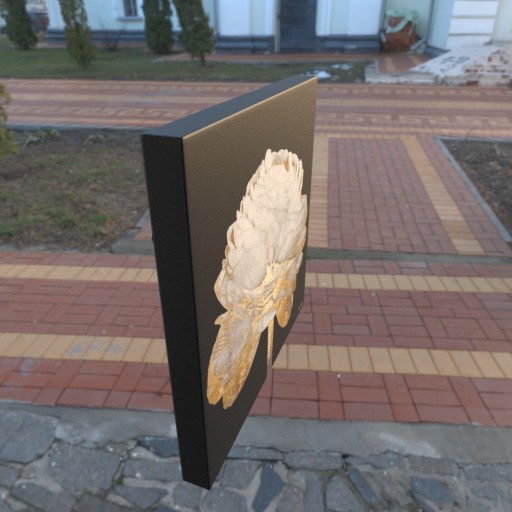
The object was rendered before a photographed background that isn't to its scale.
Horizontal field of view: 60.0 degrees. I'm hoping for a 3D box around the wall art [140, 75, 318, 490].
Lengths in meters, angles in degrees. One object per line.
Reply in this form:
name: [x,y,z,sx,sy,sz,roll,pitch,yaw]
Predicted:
wall art: [0.000,0.000,0.588,0.041,0.407,0.406,10,30,18]
